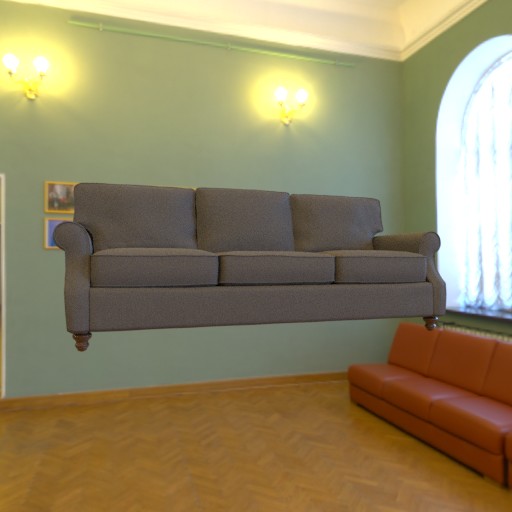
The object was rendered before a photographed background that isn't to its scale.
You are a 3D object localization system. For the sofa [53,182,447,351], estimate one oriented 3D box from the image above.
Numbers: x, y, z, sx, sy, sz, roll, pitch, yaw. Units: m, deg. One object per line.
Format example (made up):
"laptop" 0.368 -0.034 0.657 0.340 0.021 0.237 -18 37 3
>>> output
"sofa" 0.000 0.000 2.861 2.353 0.948 0.966 0 -1 -18
